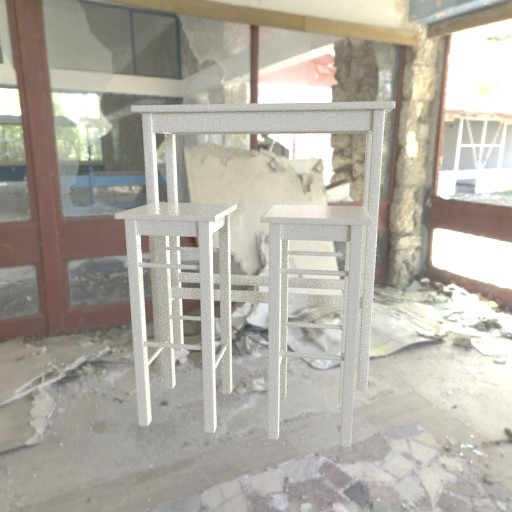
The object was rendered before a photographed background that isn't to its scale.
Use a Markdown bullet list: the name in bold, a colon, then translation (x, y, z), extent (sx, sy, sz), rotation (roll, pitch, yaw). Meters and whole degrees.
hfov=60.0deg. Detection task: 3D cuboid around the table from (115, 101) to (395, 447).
- **table**: translation (0.000, 0.000, 1.623), extent (0.915, 1.065, 0.650), rotation (2, 13, 9)
